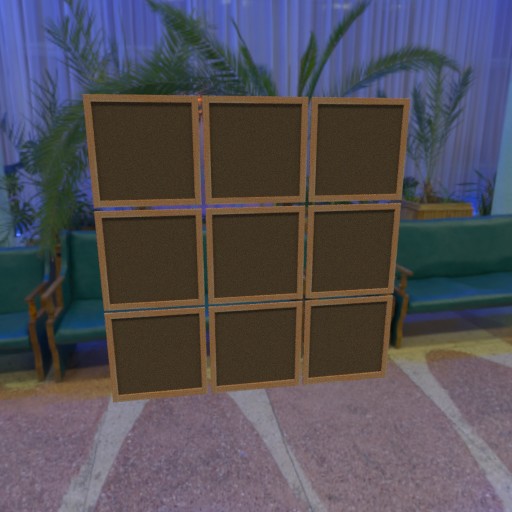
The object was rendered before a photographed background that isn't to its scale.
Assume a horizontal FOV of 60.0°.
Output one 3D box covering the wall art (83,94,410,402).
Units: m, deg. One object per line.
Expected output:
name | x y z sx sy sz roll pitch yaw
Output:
wall art | 0.000 0.000 2.245 1.520 1.525 0.013 -3 16 -9
